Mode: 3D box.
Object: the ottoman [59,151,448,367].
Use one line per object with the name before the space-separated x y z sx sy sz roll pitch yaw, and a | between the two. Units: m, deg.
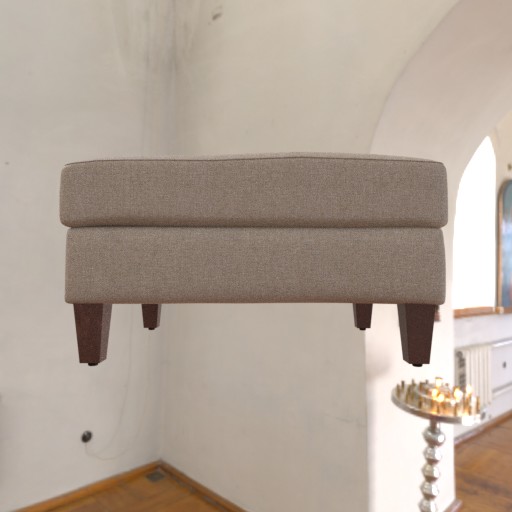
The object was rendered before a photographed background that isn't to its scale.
ottoman | 0.000 0.000 1.312 0.898 0.519 0.677 0 -1 1
